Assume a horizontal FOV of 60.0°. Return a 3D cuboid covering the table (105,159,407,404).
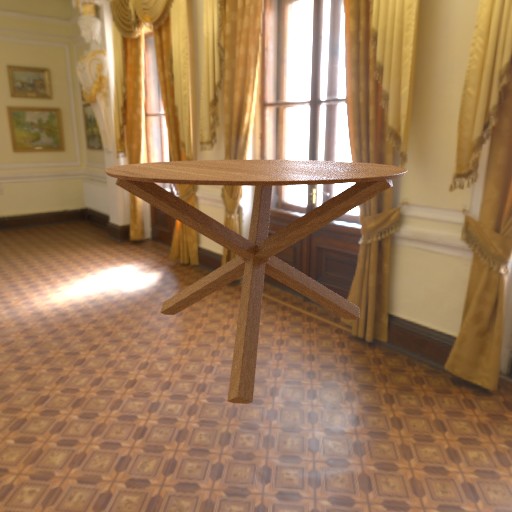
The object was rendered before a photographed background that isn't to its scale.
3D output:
[{"bbox_3d":[0.000,0.000,1.686,1.038,0.666,1.038,0,15,0],"label":"table"}]
